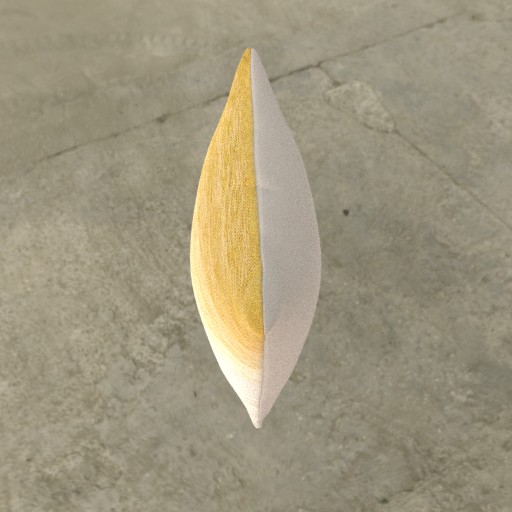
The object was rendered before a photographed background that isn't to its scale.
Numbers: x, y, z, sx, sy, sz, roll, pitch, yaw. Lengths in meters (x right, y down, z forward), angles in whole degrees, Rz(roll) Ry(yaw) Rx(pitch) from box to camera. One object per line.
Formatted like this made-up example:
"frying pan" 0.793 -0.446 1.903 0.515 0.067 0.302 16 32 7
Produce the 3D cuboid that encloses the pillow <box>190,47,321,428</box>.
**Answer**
"pillow" 0.000 0.000 0.721 0.211 0.450 0.450 -2 58 -1
